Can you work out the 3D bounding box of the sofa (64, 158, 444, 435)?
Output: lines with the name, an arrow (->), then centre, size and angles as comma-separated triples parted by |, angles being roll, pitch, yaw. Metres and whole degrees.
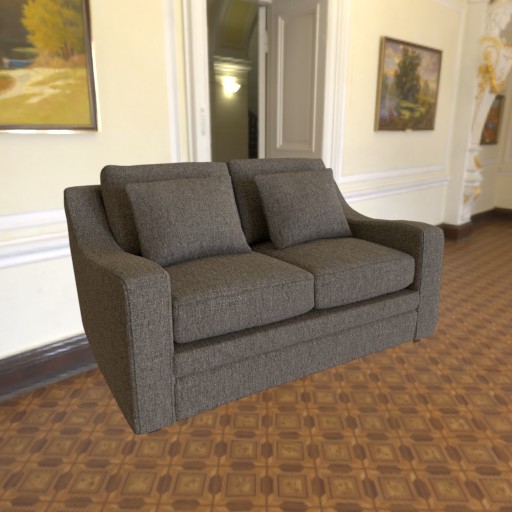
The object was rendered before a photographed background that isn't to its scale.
sofa -> 0.000, 0.000, 2.407 | 1.778, 0.991, 1.120 | -9, 18, -29
